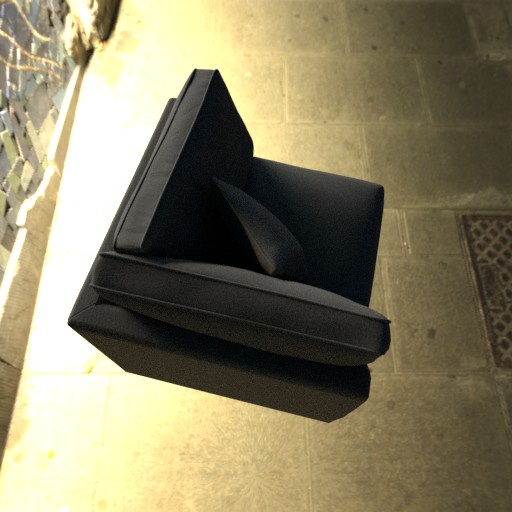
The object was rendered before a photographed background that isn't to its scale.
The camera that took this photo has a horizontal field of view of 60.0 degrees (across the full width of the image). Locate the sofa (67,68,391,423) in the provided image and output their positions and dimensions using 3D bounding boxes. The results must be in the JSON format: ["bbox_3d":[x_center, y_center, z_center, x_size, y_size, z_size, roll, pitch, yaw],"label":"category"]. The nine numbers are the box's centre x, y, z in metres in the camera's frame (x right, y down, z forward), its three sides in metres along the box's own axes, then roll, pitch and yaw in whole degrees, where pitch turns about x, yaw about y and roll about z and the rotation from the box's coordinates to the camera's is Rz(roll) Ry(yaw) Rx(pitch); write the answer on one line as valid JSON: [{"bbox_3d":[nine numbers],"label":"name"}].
[{"bbox_3d":[0.000,0.000,1.994,1.084,1.002,1.146,13,64,6],"label":"sofa"}]
